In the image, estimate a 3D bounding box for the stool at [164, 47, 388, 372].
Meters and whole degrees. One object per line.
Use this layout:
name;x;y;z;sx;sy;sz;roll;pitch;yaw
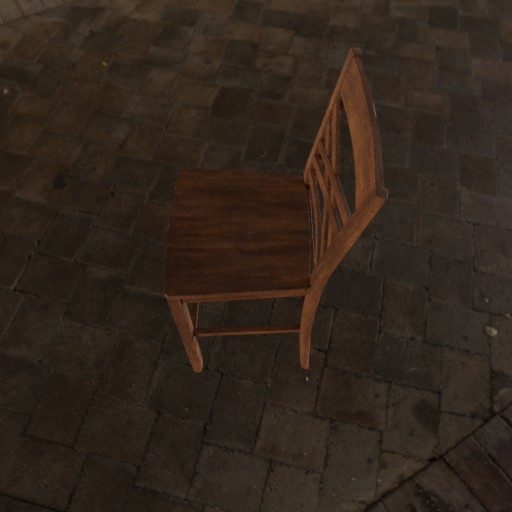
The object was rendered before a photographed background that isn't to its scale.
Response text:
stool;0.000;0.000;1.354;0.487;1.105;0.433;1;58;0
